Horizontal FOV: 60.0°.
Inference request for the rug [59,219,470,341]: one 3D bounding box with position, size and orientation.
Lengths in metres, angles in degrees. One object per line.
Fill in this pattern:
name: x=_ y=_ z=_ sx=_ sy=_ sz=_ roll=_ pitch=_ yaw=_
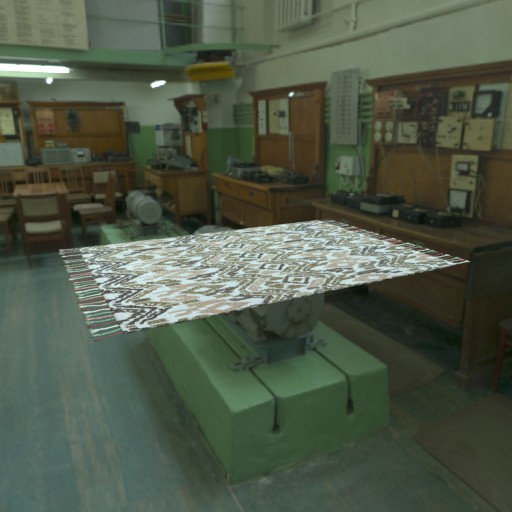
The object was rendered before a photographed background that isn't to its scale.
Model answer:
rug: x=0.000 y=0.000 z=2.330 sx=1.829 sy=0.008 sz=1.219 roll=-9 pitch=19 yaw=-27
